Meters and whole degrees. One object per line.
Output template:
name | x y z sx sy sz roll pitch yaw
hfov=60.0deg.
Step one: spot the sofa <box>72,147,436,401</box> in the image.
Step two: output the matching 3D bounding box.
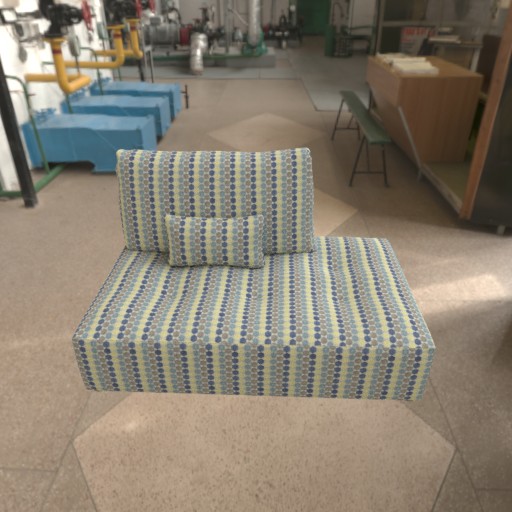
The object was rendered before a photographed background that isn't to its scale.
sofa | 0.000 0.000 2.080 1.450 0.820 1.000 1 31 2
